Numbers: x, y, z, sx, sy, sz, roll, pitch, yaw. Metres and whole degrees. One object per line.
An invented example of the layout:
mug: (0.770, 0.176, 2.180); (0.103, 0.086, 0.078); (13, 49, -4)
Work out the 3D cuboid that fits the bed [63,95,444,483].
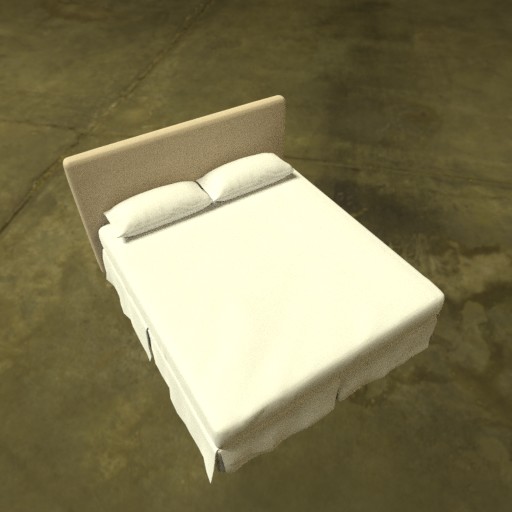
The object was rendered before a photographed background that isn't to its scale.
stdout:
bed: (0.000, 0.000, 3.550); (2.119, 1.317, 2.319); (-24, 50, -22)
